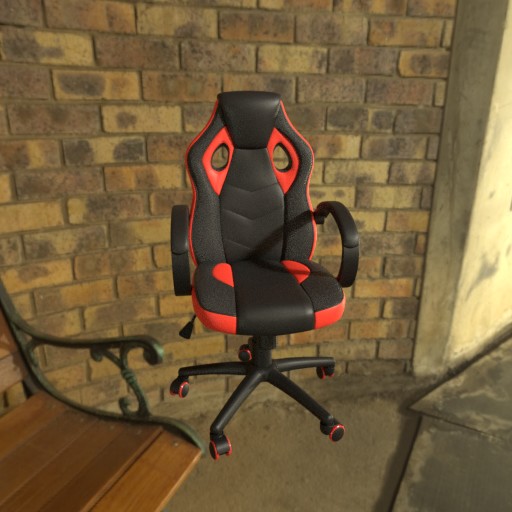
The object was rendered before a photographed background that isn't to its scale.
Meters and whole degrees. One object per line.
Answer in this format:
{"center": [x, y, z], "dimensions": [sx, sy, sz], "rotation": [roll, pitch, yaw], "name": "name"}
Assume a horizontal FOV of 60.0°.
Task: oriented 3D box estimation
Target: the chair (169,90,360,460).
{"center": [0.000, 0.000, 1.413], "dimensions": [0.600, 1.016, 0.642], "rotation": [-2, 18, -7], "name": "chair"}
